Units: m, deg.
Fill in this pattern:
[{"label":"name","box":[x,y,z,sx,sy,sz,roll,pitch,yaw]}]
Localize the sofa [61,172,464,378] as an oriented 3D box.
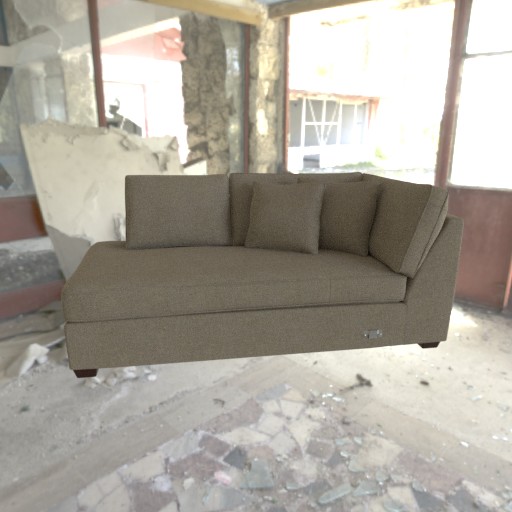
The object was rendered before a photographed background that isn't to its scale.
[{"label":"sofa","box":[0.000,0.000,2.901,2.238,1.019,1.110,-2,16,-8]}]
